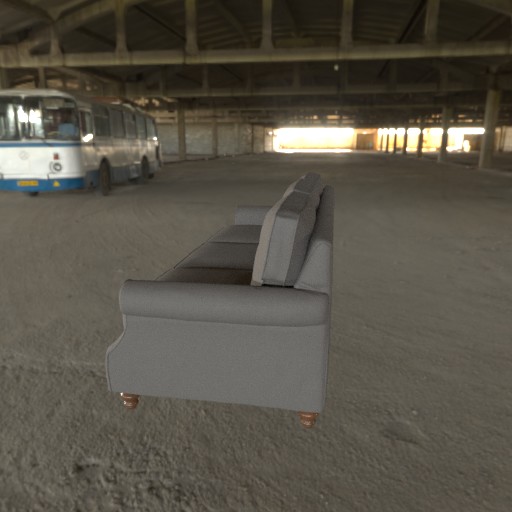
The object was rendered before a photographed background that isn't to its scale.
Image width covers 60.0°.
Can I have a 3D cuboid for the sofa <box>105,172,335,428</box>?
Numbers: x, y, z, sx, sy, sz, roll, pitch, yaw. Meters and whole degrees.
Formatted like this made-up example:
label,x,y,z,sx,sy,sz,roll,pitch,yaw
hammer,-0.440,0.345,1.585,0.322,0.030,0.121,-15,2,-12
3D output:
label,x,y,z,sx,sy,sz,roll,pitch,yaw
sofa,0.000,0.000,2.824,0.966,0.948,2.353,3,15,10
